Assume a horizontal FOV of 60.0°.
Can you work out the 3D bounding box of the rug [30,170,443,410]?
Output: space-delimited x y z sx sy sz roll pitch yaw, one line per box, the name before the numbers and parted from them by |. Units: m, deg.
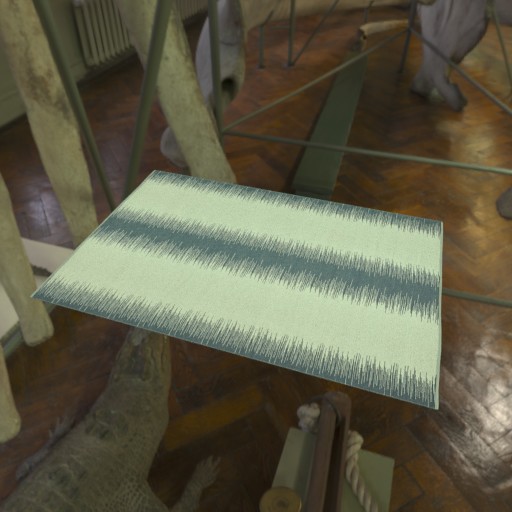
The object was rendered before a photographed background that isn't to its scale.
rug | 0.000 0.000 2.315 1.854 0.006 1.234 12 43 14
